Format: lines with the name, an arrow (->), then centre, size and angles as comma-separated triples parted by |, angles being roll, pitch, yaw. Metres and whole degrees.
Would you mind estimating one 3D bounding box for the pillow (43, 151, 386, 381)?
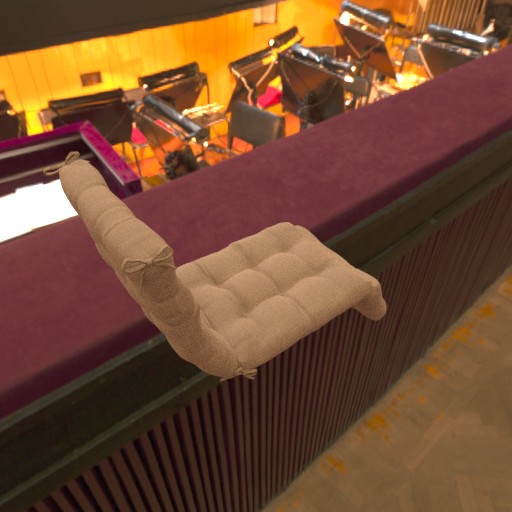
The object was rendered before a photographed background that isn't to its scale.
pillow -> 0.000, 0.000, 1.489 | 1.016, 0.863, 0.526 | -27, 48, -27
